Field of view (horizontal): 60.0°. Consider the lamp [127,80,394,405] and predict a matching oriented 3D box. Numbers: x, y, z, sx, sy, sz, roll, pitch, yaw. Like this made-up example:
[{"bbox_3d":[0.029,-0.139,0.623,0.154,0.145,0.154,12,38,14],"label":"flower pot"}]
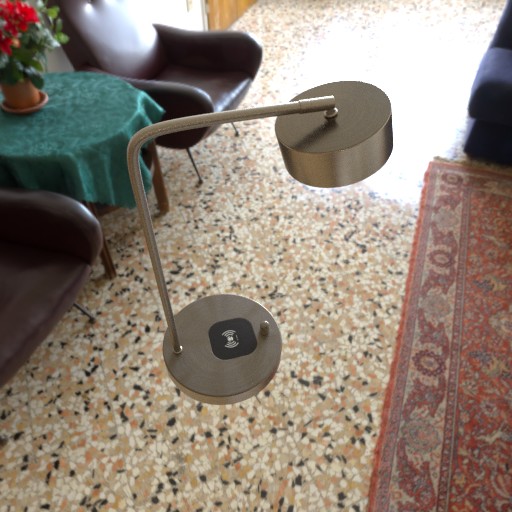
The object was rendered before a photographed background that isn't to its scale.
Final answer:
[{"bbox_3d":[0.000,0.000,0.647,0.334,0.469,0.211,-11,48,-10],"label":"lamp"}]
